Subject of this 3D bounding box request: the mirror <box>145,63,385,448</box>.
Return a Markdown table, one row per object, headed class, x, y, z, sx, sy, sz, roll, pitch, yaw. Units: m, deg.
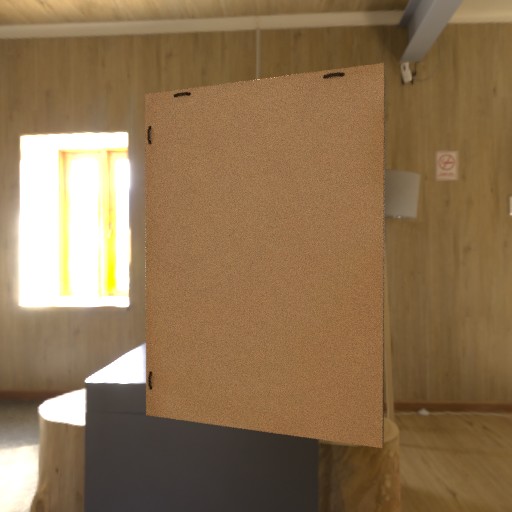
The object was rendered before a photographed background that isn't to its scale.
| class | x | y | z | sx | sy | sz | roll | pitch | yaw |
| --- | --- | --- | --- | --- | --- | --- | --- | --- | --- |
| mirror | 0.000 | 0.000 | 0.912 | 0.507 | 0.710 | 0.039 | 0 | 1 | 19 |
